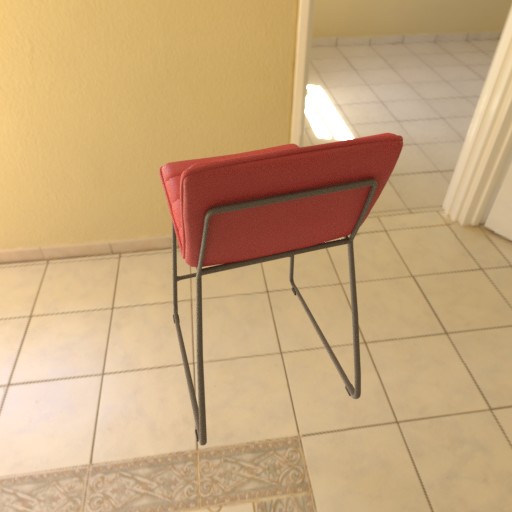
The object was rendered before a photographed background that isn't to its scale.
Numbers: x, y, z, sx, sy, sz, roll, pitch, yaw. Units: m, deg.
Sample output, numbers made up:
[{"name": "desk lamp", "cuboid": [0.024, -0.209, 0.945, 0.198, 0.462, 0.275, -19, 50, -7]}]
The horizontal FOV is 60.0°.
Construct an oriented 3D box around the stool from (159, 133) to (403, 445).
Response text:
[{"name": "stool", "cuboid": [0.000, 0.000, 1.163, 0.489, 0.866, 0.524, -12, 43, -13]}]
